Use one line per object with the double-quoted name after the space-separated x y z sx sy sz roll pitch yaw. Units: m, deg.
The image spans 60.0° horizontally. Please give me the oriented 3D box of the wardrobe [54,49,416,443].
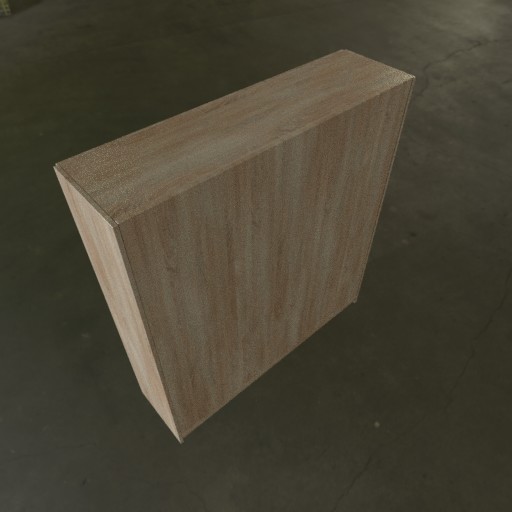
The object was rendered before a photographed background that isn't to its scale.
0.000 0.000 3.101 1.998 2.159 0.598 -32 54 -27 "wardrobe"
